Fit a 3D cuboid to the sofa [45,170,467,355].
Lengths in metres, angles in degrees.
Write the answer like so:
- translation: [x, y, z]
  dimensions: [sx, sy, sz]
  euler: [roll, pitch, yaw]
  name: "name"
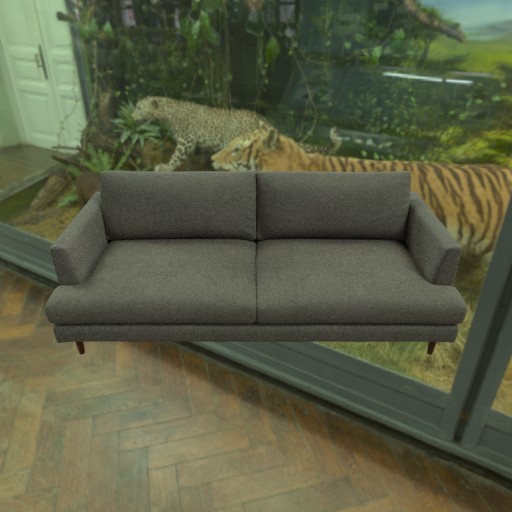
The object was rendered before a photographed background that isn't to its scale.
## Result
- translation: [0.000, 0.000, 2.760]
  dimensions: [2.250, 0.868, 1.020]
  euler: [0, 30, 0]
  name: "sofa"
